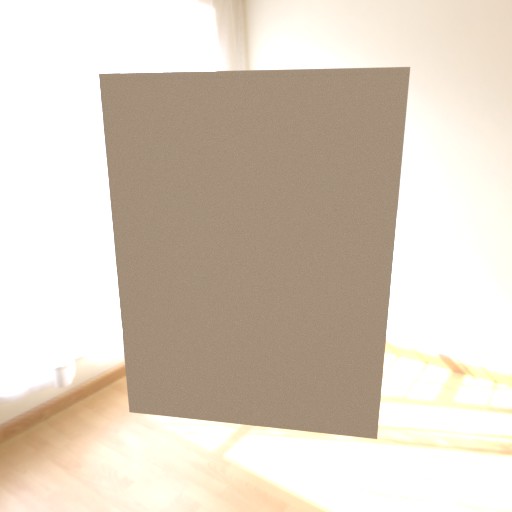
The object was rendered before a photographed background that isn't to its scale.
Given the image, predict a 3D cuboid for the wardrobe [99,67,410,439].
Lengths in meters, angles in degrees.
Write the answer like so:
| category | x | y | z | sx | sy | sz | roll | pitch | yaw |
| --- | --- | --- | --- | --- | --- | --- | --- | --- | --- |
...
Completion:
| category | x | y | z | sx | sy | sz | roll | pitch | yaw |
| --- | --- | --- | --- | --- | --- | --- | --- | --- | --- |
| wardrobe | 0.000 | 0.000 | 1.596 | 0.900 | 1.200 | 0.360 | 3 | 16 | 9 |
